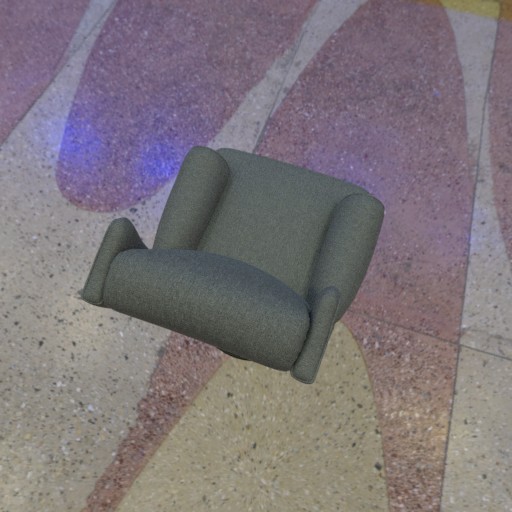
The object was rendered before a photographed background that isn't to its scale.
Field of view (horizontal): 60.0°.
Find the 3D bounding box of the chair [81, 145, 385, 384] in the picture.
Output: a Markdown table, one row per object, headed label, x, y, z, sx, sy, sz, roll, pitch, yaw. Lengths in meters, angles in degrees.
| label | x | y | z | sx | sy | sz | roll | pitch | yaw |
| --- | --- | --- | --- | --- | --- | --- | --- | --- | --- |
| chair | 0.000 | 0.000 | 1.723 | 0.847 | 1.011 | 0.969 | 18 | 65 | 9 |
